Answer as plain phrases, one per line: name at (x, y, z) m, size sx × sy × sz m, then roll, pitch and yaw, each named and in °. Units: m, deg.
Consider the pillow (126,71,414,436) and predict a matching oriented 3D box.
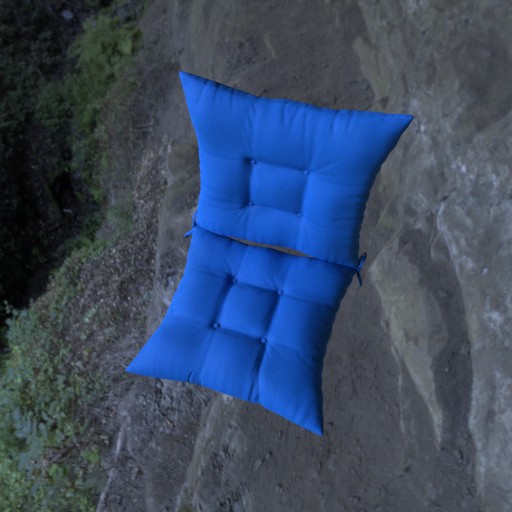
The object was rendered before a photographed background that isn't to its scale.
pillow at (0.000, 0.000, 1.021) m, size 0.541 × 0.536 × 0.585 m, roll 15°, pitch 59°, yaw 9°
